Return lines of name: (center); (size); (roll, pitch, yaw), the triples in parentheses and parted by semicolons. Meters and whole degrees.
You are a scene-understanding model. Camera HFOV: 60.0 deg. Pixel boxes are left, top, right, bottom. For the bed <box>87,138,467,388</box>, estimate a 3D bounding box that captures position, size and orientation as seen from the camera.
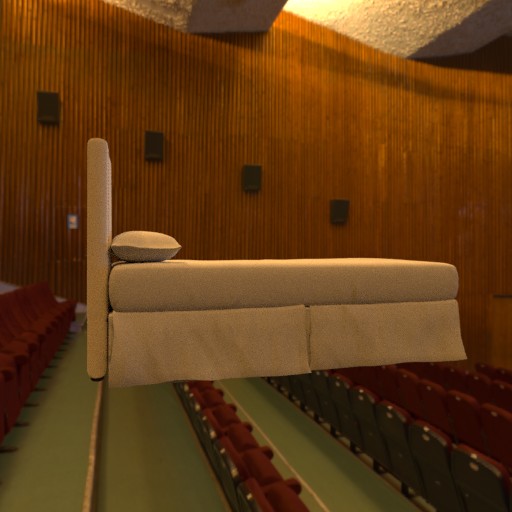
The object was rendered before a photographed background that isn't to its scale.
bed: (0.000, 0.000, 3.580); (2.477, 1.437, 1.977); (0, 0, -18)
